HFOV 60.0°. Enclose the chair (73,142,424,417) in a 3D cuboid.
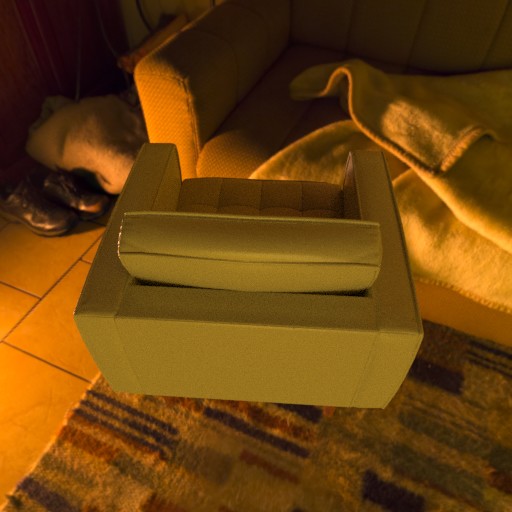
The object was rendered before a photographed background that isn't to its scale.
[{"bbox_3d":[0.000,0.000,1.517,0.928,0.773,0.843,3,48,2],"label":"chair"}]
